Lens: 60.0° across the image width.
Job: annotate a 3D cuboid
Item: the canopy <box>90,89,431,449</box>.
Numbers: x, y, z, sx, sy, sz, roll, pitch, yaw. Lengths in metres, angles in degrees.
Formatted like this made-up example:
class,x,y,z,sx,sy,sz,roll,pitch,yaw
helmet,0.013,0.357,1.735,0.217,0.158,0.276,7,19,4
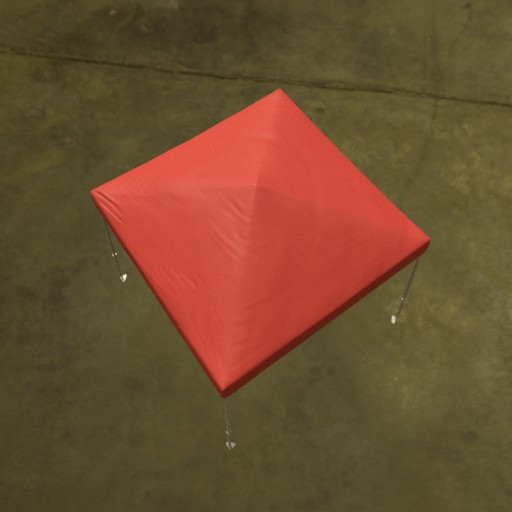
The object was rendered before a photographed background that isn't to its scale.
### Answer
class,x,y,z,sx,sy,sz,roll,pitch,yaw
canopy,0.000,0.000,5.066,2.848,2.849,2.849,-33,69,-14
